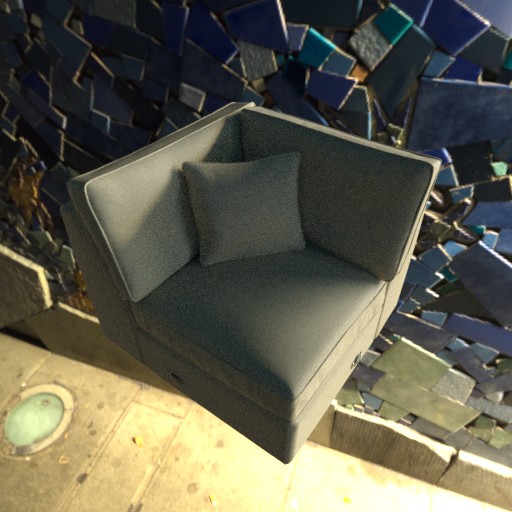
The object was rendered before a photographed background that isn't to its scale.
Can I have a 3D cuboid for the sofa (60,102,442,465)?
[{"bbox_3d":[0.000,0.000,1.965,1.146,1.002,1.084,25,46,26],"label":"sofa"}]
